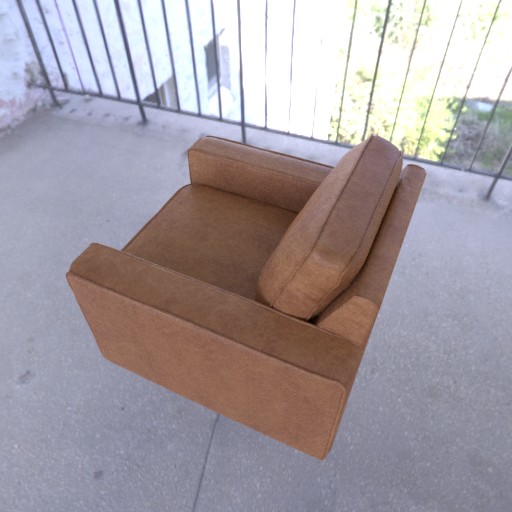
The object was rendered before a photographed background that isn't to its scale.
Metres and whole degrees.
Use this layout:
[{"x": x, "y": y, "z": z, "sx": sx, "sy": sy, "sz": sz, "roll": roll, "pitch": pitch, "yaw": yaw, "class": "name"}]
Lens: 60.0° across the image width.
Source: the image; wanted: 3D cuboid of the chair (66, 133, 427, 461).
[{"x": 0.000, "y": 0.000, "z": 1.705, "sx": 1.027, "sy": 0.901, "sz": 0.987, "roll": 17, "pitch": 49, "yaw": 15, "class": "chair"}]
